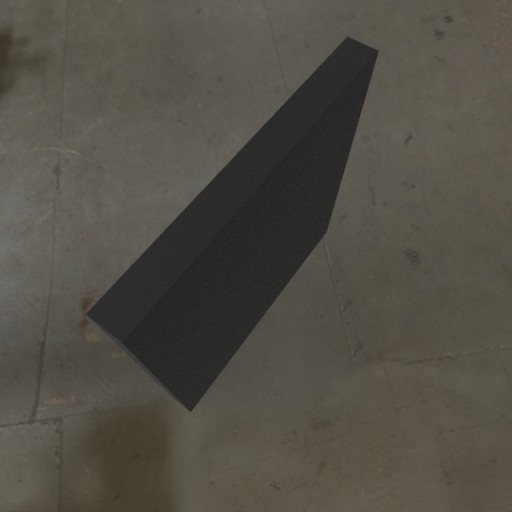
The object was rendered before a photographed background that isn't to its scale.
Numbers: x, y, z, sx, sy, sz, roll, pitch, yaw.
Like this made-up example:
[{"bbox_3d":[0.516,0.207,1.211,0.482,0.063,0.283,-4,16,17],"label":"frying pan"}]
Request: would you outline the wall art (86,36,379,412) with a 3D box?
[{"bbox_3d":[0.000,0.000,0.455,0.030,0.305,0.308,33,68,15],"label":"wall art"}]
